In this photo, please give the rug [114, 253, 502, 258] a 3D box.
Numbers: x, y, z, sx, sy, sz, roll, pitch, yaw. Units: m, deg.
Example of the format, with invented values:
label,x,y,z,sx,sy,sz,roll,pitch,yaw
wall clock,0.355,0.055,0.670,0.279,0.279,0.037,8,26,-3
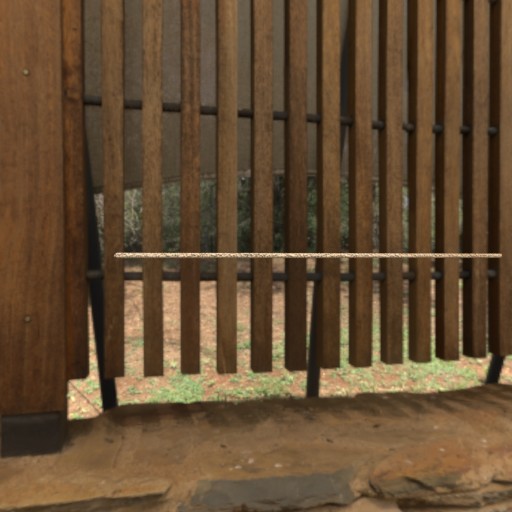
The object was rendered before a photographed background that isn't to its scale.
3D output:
label,x,y,z,sx,sy,sz,roll,pitch,yaw
rug,0.000,0.000,3.945,2.400,0.025,3.000,0,0,-18
